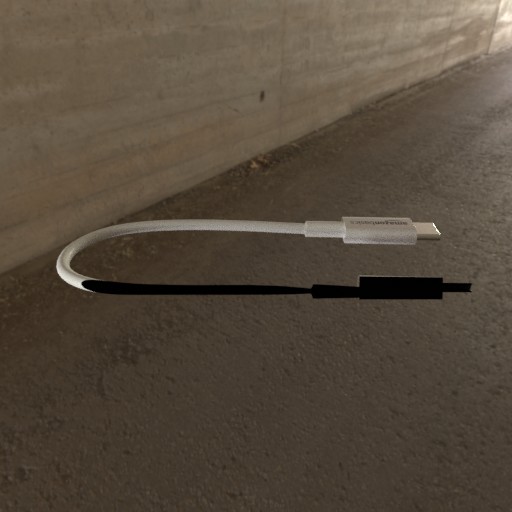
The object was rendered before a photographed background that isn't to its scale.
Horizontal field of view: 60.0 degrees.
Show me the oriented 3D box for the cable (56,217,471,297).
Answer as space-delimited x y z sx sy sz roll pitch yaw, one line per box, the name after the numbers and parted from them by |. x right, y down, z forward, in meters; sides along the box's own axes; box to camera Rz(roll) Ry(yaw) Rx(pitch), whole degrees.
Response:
0.000 0.000 0.112 0.098 0.005 0.041 1 31 2 | cable
